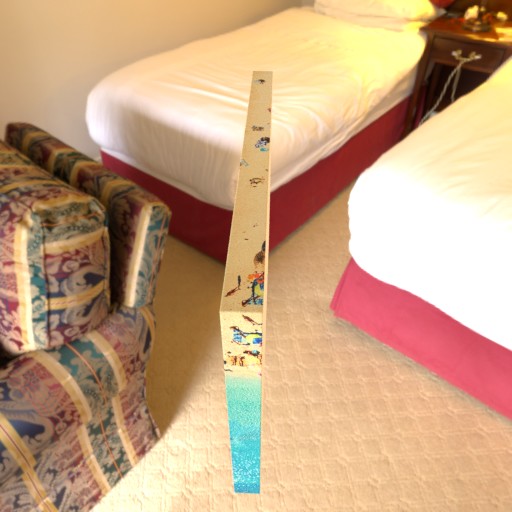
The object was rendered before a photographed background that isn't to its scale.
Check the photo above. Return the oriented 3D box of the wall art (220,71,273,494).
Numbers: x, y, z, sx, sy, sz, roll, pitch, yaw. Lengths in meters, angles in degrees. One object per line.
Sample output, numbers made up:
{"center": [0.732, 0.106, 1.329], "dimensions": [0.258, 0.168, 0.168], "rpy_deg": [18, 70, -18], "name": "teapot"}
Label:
{"center": [0.000, 0.000, 0.753], "dimensions": [0.039, 0.406, 0.609], "rpy_deg": [2, 42, 2], "name": "wall art"}
